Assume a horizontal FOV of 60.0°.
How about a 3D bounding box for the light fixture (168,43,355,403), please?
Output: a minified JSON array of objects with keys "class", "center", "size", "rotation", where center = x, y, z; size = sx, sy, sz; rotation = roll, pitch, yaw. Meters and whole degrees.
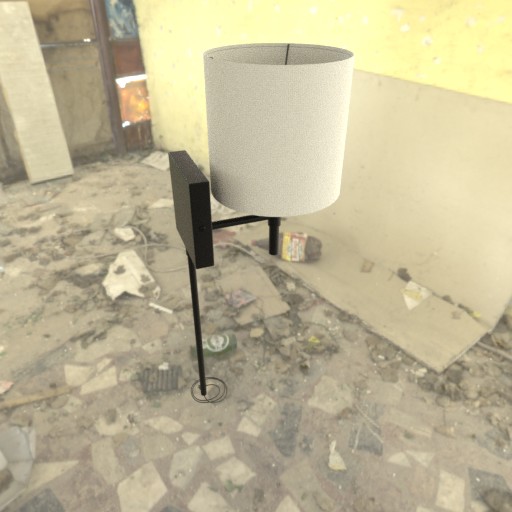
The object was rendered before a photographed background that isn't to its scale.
[{"class":"light fixture","center":[0.000,0.000,0.703],"size":[0.248,0.589,0.188],"rotation":[-12,34,-18]}]
